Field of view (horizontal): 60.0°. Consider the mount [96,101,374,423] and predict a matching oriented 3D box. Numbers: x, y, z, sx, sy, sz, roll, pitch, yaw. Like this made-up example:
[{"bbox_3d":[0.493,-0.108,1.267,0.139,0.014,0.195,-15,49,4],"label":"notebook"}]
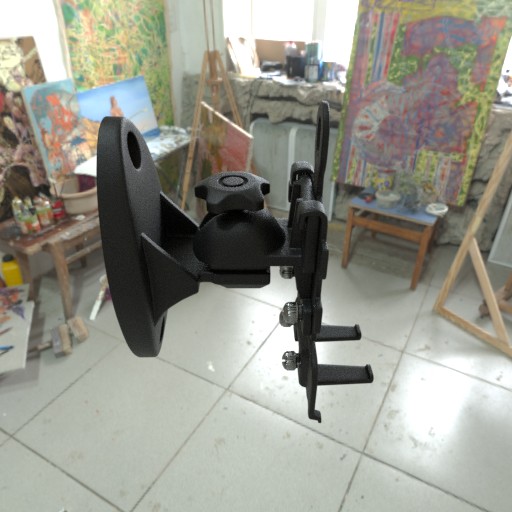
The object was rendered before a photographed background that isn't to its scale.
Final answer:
[{"bbox_3d":[0.000,0.000,0.174,0.100,0.118,0.066,0,33,0],"label":"mount"}]
